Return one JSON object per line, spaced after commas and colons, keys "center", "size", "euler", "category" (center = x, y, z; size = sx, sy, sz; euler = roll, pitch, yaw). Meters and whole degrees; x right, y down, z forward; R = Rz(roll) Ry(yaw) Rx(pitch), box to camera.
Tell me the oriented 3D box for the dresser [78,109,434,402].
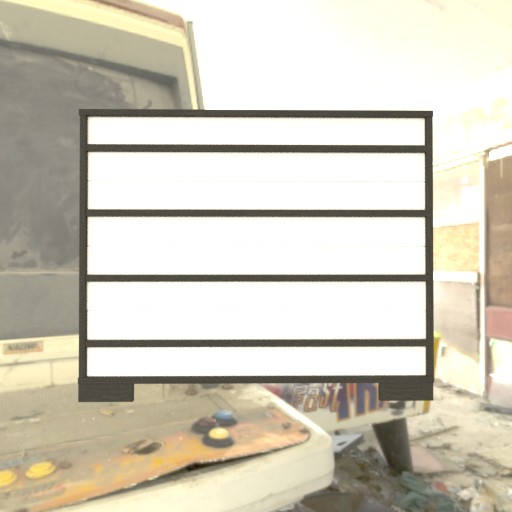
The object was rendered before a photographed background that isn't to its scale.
{"center": [0.000, 0.000, 1.438], "size": [0.994, 0.816, 0.404], "euler": [0, -1, -1], "category": "dresser"}
